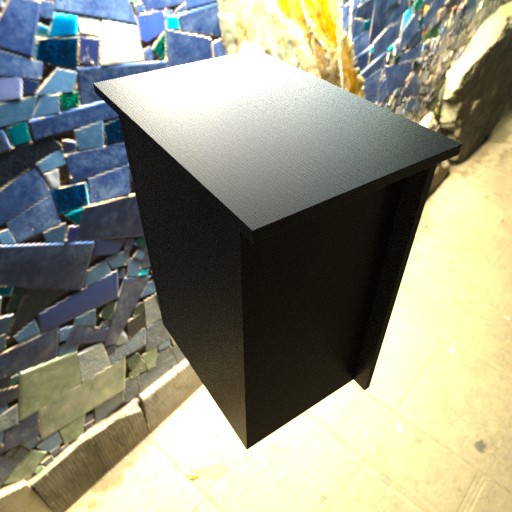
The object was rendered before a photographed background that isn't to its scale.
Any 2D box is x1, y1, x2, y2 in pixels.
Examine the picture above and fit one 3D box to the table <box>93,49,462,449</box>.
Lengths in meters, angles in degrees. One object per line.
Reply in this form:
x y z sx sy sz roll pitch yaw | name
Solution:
0.000 0.000 1.043 0.408 0.711 0.589 -24 47 -25 | table
